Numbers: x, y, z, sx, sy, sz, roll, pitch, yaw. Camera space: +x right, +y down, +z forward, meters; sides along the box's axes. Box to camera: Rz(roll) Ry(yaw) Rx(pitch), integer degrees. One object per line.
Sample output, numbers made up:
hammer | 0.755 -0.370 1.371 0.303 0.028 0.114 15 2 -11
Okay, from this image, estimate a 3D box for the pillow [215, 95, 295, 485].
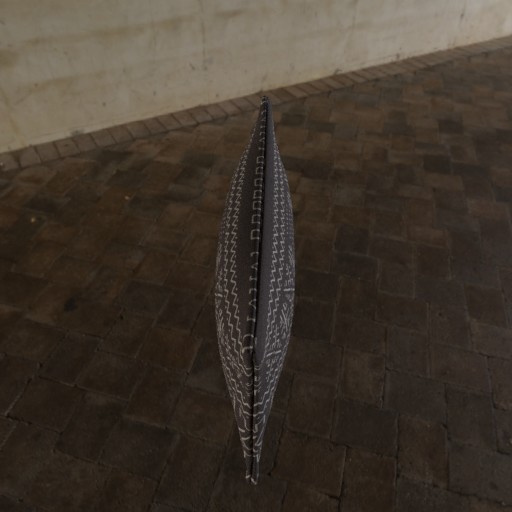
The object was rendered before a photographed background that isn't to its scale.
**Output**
pillow | 0.000 0.000 0.795 0.135 0.322 0.667 2 42 2
